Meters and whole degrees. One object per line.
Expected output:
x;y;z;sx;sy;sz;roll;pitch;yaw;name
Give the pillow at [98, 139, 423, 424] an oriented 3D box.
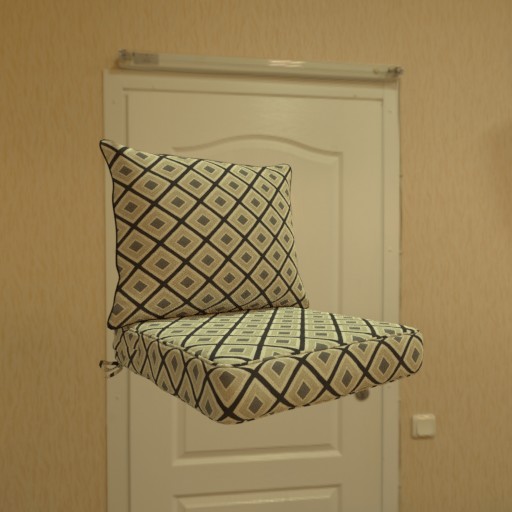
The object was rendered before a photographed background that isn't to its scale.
0.000;0.000;1.349;0.798;0.722;0.733;-1;1;-36;pillow
